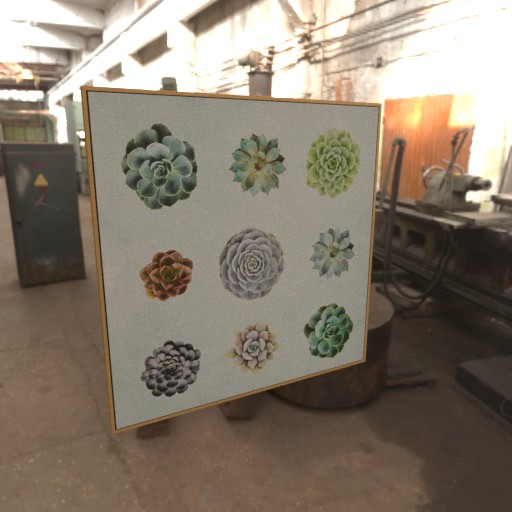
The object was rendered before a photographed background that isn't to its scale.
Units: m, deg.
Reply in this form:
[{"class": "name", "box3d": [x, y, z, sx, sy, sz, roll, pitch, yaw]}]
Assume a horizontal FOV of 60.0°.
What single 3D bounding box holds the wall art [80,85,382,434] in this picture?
[{"class": "wall art", "box3d": [0.000, 0.000, 0.962, 0.657, 0.655, 0.014, -7, 16, -27]}]
